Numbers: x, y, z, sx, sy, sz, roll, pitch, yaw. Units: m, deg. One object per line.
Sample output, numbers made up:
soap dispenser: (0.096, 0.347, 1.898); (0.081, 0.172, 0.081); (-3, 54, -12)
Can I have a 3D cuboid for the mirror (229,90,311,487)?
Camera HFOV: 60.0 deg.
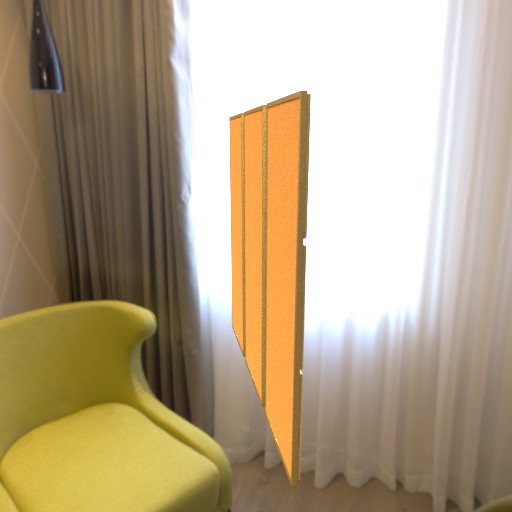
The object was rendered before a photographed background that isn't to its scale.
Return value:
mirror: (0.000, 0.000, 1.463); (0.023, 0.926, 1.011); (-3, 15, -11)
